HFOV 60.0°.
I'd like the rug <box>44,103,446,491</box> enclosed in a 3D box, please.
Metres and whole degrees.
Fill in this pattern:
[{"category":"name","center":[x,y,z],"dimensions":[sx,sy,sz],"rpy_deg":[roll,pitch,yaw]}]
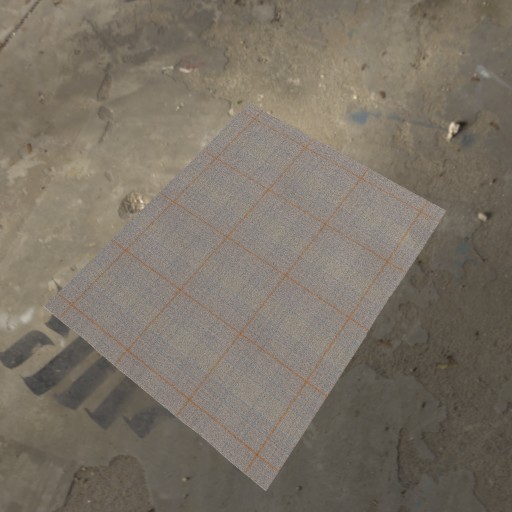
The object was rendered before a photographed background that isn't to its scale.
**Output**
[{"category":"rug","center":[0.000,0.000,4.162],"dimensions":[2.448,0.021,3.051],"rpy_deg":[33,68,16]}]
